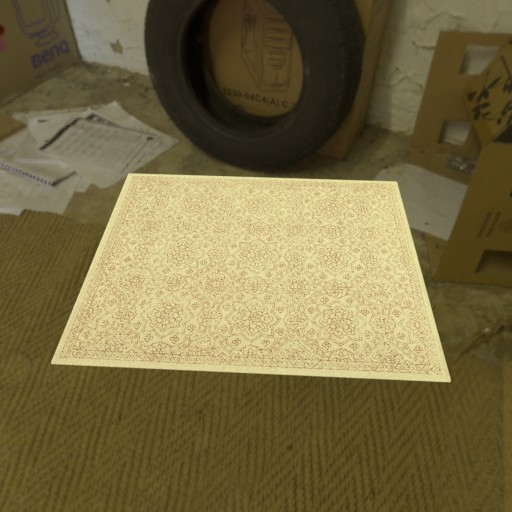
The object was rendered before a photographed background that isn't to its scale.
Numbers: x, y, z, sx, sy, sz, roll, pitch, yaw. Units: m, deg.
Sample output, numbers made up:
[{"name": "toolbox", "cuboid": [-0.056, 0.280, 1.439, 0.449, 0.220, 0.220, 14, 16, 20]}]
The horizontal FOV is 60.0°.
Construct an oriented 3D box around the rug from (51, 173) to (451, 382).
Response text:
[{"name": "rug", "cuboid": [0.000, 0.000, 4.202, 3.050, 0.015, 2.441, 2, 47, 2]}]
